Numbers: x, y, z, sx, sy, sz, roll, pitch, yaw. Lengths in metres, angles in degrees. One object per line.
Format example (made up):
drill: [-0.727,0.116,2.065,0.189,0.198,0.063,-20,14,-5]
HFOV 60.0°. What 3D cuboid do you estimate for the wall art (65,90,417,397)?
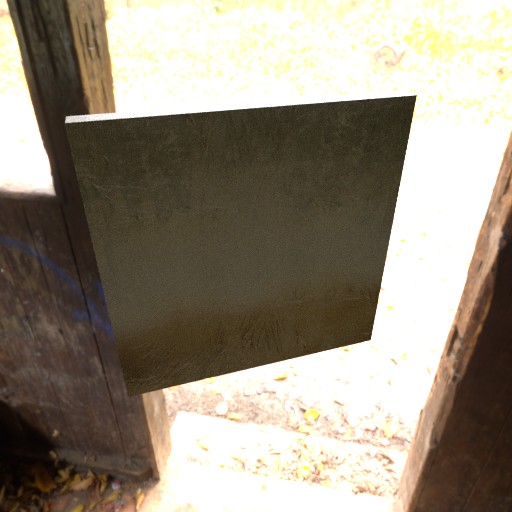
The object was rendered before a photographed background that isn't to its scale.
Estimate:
wall art: [0.000,0.000,0.917,0.610,0.610,0.038,-10,34,-14]
